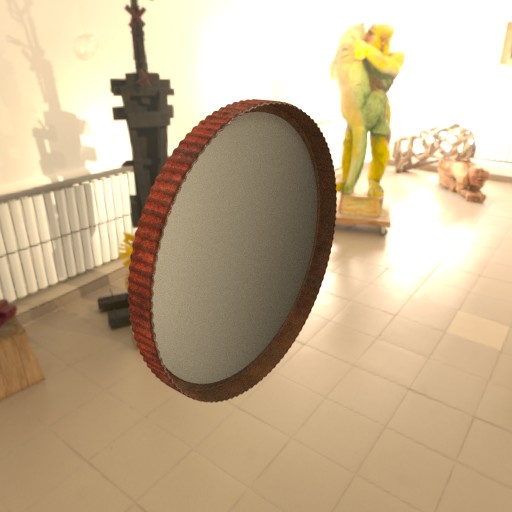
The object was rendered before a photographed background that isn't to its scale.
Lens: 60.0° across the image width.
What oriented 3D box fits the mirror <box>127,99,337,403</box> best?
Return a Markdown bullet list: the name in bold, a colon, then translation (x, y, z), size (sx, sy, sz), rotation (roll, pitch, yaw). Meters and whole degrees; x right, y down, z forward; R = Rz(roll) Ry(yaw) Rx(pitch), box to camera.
- **mirror**: translation (0.000, 0.000, 0.914), size (0.056, 0.609, 0.609), rotation (17, 30, 33)
